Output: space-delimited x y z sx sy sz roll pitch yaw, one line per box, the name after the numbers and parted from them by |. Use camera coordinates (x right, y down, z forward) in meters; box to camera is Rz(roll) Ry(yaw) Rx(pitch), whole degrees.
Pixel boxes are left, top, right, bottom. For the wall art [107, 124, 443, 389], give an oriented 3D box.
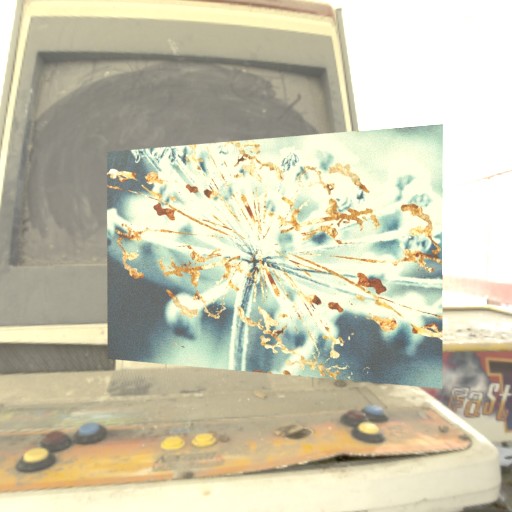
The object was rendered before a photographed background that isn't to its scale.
0.000 0.000 1.464 1.138 0.759 0.035 0 0 18 | wall art
